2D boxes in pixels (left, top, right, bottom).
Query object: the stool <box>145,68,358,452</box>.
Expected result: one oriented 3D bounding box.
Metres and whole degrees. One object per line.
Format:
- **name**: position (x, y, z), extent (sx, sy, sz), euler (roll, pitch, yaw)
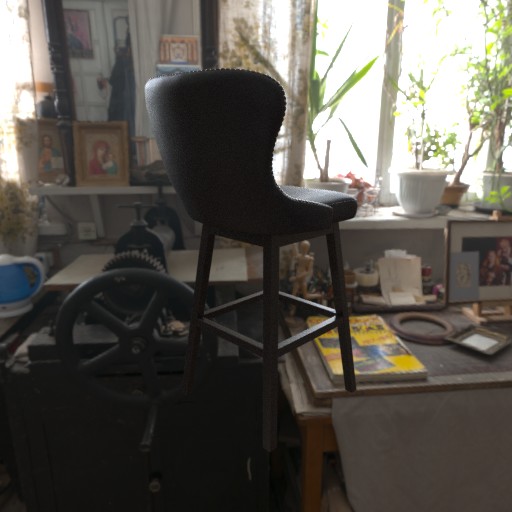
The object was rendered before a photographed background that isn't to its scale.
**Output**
- **stool**: position (0.000, 0.000, 1.424), extent (0.528, 1.050, 0.601), euler (15, 22, 43)
